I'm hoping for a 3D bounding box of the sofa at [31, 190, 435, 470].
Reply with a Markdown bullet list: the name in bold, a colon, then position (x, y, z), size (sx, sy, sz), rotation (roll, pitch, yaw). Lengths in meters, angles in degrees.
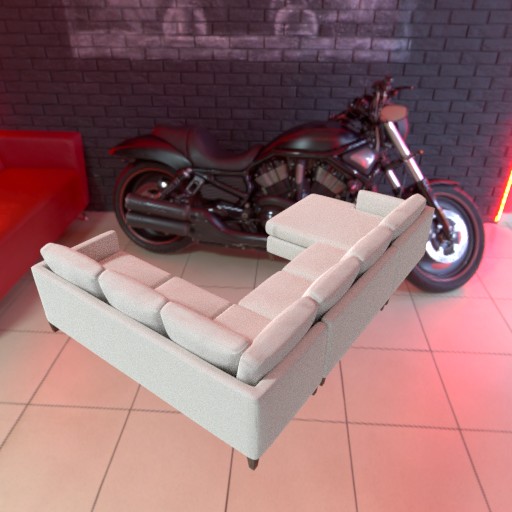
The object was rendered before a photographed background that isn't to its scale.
- **sofa**: position (0.000, 0.000, 4.641), size (2.593, 0.956, 3.459), rotation (21, 37, 31)
